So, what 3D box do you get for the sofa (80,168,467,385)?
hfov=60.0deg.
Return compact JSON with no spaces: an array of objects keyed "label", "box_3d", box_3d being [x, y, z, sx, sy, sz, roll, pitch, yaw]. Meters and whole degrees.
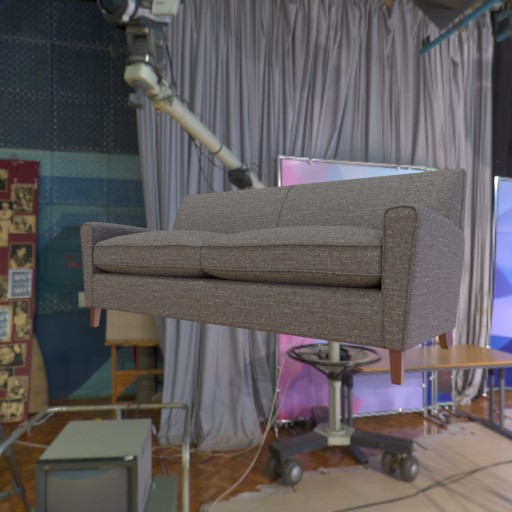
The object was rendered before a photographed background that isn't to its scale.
[{"label":"sofa","box_3d":[0.000,0.000,2.374,1.976,0.846,0.875,1,1,37]}]
